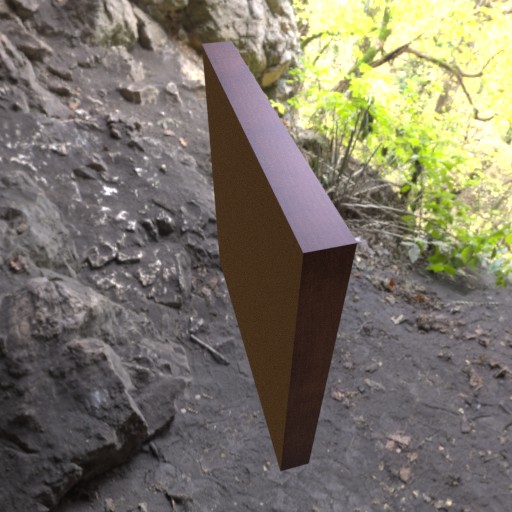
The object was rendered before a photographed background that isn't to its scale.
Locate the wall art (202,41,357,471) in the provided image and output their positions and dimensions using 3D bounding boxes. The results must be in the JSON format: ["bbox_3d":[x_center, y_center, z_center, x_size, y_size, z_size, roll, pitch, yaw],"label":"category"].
[{"bbox_3d":[0.000,0.000,0.560,0.038,0.385,0.386,-11,46,-10],"label":"wall art"}]
